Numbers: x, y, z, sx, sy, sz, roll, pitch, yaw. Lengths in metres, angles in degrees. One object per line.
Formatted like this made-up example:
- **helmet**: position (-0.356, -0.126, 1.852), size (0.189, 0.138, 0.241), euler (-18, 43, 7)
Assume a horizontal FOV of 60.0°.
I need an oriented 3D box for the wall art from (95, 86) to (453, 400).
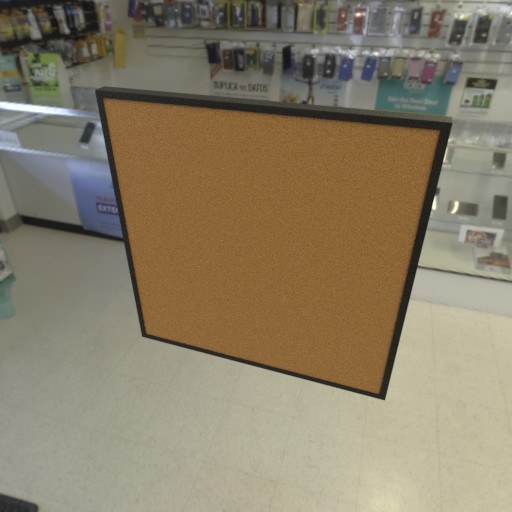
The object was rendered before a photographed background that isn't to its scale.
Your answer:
- **wall art**: position (0.000, 0.000, 1.127), size (0.763, 0.763, 0.039), euler (11, 35, 16)
